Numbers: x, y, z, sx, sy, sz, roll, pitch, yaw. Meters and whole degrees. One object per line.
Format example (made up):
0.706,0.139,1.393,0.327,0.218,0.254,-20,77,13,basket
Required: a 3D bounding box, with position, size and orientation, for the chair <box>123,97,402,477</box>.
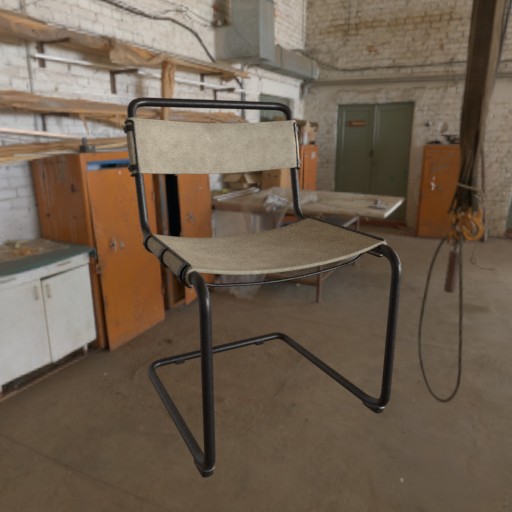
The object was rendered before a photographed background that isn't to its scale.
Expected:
0.000,0.000,1.075,0.499,0.747,0.497,-8,17,-27,chair
